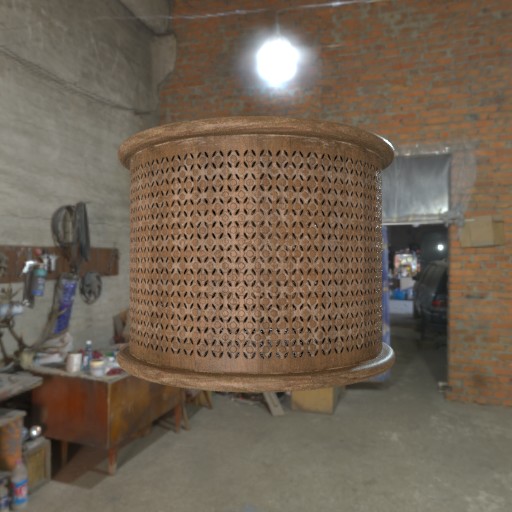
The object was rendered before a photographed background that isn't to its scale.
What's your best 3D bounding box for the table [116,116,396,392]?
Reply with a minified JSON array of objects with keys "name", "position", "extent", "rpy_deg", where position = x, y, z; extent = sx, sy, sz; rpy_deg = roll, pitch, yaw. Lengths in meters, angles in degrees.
[{"name":"table","position":[0.000,0.000,1.014],"extent":[0.607,0.450,0.607],"rpy_deg":[0,-1,0]}]
